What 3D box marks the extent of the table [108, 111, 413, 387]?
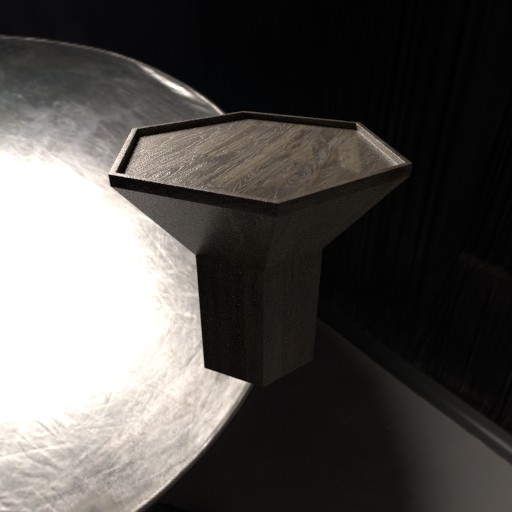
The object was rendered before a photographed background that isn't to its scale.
[{"bbox_3d":[0.000,0.000,1.149,0.683,0.586,0.592,-20,36,-31],"label":"table"}]
